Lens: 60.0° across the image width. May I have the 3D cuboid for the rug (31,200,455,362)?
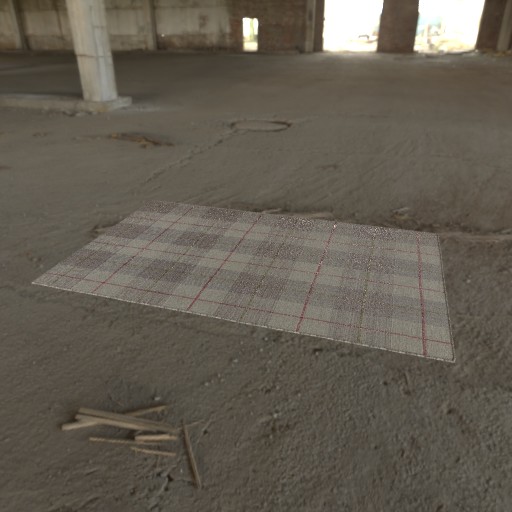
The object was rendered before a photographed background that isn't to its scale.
[{"bbox_3d":[0.000,0.000,3.080,2.464,0.010,1.549,8,28,15],"label":"rug"}]
